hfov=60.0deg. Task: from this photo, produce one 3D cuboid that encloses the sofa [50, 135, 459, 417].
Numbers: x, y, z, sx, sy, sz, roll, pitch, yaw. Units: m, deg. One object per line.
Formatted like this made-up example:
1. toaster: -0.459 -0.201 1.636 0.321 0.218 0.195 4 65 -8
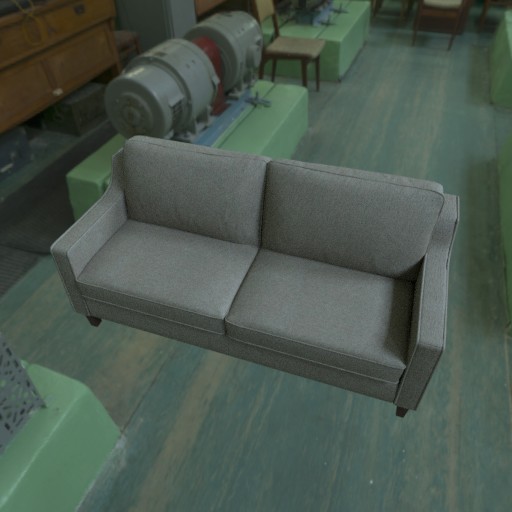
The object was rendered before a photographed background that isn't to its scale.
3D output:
1. sofa: 0.000 0.000 2.746 2.181 1.074 1.073 13 44 14
